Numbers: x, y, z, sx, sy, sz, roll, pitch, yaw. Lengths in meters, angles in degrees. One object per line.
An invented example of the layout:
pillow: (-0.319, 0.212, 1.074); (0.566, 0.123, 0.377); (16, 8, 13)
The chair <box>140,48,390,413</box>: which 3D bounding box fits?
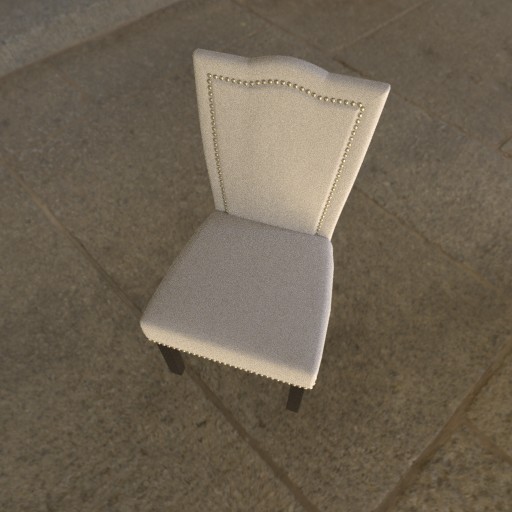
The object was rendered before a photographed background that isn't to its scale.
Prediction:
chair: (0.000, 0.000, 1.306); (0.518, 0.946, 0.589); (15, 57, 10)
